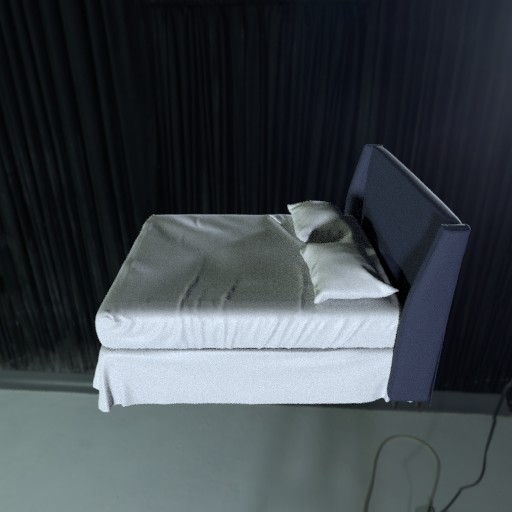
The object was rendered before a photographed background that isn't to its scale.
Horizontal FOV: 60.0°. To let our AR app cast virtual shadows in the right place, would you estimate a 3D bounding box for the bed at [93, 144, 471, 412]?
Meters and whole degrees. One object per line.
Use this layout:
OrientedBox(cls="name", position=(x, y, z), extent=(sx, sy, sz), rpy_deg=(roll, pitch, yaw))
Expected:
OrientedBox(cls="bed", position=(0.000, 0.000, 3.449), extent=(2.276, 1.332, 1.925), rpy_deg=(0, 27, 0))
